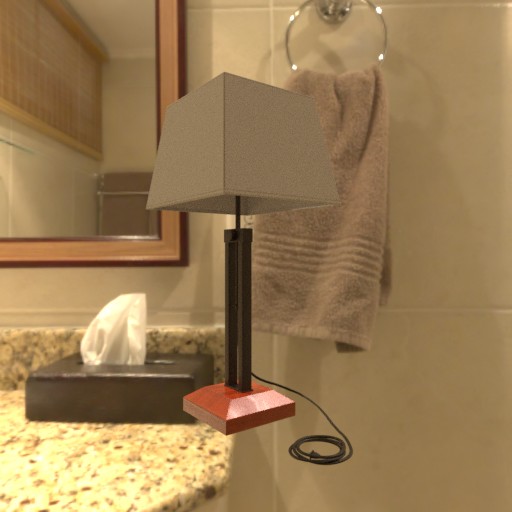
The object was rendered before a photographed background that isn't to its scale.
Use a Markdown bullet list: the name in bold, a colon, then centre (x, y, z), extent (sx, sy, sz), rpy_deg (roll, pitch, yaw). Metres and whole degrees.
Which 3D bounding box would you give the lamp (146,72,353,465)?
- **lamp**: centre (0.000, 0.000, 0.983), extent (0.310, 0.737, 0.498), rpy_deg (0, 0, -36)
